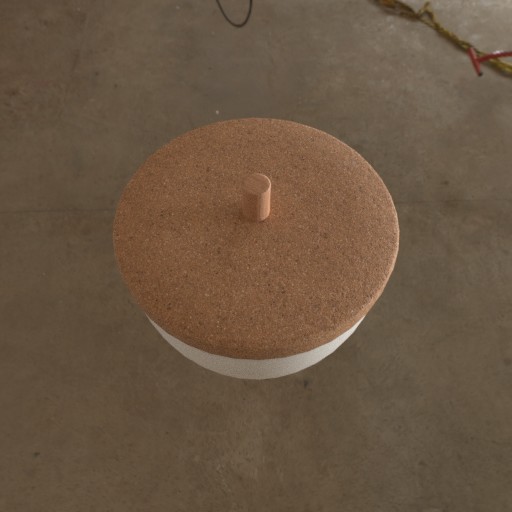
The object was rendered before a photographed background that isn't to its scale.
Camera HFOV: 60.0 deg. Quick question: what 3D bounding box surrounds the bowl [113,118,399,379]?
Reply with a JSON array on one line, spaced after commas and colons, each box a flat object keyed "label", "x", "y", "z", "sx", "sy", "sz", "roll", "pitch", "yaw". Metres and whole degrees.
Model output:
[{"label": "bowl", "x": 0.000, "y": 0.000, "z": 0.226, "sx": 0.126, "sy": 0.110, "sz": 0.126, "roll": 0, "pitch": 58, "yaw": 0}]
